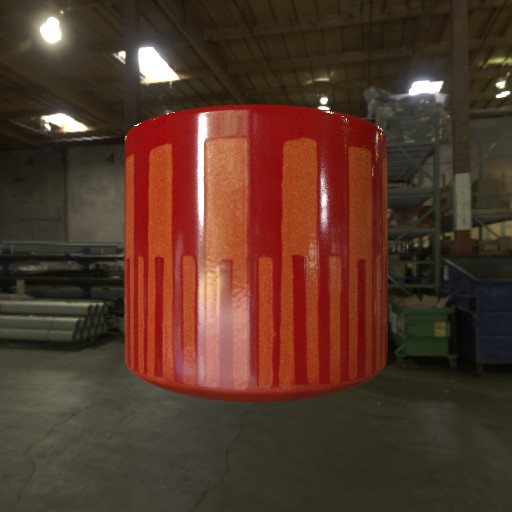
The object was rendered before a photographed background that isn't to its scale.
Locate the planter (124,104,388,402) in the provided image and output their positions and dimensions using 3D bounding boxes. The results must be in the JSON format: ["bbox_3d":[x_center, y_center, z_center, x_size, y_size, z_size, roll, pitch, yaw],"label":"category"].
[{"bbox_3d":[0.000,0.000,0.404,0.230,0.202,0.230,0,0,0],"label":"planter"}]
